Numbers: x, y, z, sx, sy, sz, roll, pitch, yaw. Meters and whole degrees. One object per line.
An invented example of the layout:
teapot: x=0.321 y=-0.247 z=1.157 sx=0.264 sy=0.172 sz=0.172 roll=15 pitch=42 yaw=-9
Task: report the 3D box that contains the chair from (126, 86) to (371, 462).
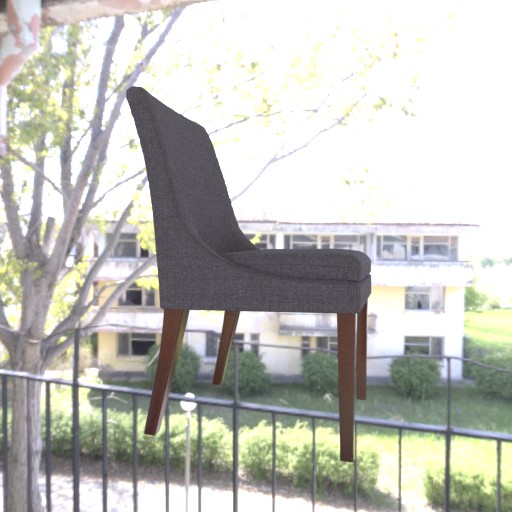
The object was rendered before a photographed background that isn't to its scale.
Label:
chair: x=0.000 y=0.000 z=1.345 sx=0.655 sy=0.952 sz=0.508 roll=0 pitch=1 yaw=18
